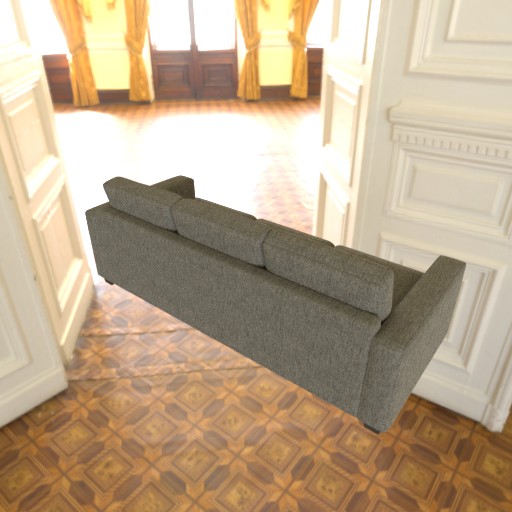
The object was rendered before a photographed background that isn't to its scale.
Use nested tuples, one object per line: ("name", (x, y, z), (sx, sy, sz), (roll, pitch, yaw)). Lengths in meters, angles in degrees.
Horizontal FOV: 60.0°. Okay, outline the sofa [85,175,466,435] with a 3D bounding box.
("sofa", (0.000, 0.000, 2.682), (2.160, 0.800, 0.900), (22, 37, 32))
